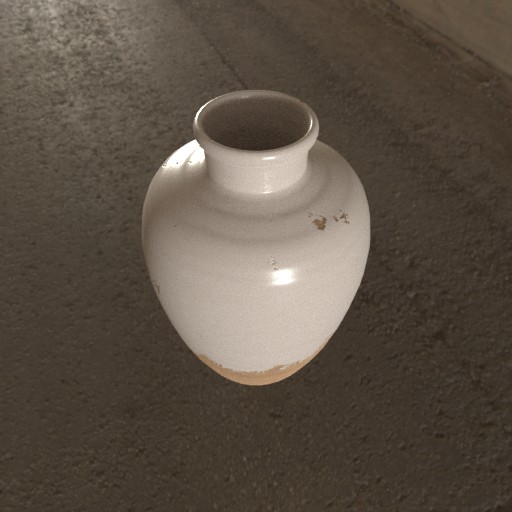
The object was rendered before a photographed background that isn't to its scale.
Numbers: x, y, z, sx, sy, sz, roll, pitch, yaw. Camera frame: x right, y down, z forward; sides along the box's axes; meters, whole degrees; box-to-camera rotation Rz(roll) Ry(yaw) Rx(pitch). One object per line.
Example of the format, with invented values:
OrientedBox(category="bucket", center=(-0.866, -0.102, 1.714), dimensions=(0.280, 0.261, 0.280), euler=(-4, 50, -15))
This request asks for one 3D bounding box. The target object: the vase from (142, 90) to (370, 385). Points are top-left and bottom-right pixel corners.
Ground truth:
OrientedBox(category="vase", center=(0.000, 0.000, 0.333), dimensions=(0.158, 0.228, 0.158), euler=(0, 47, 0))
